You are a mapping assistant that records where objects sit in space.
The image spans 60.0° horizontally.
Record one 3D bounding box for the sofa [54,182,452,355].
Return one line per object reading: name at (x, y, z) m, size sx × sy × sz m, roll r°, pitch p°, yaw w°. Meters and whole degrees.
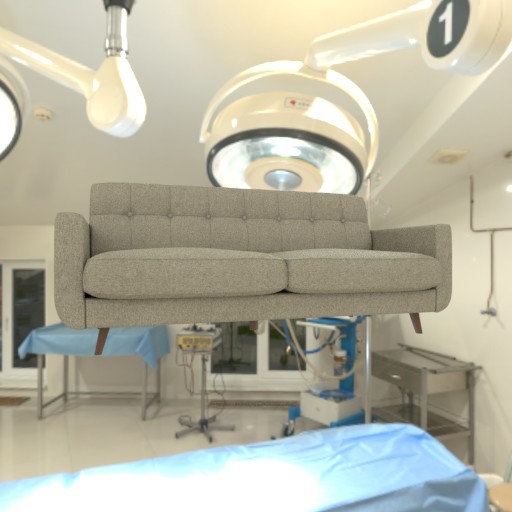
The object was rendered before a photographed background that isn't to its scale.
sofa at (0.000, 0.000, 2.562) m, size 2.055 × 0.873 × 0.968 m, roll 0°, pitch 0°, yaw -19°
